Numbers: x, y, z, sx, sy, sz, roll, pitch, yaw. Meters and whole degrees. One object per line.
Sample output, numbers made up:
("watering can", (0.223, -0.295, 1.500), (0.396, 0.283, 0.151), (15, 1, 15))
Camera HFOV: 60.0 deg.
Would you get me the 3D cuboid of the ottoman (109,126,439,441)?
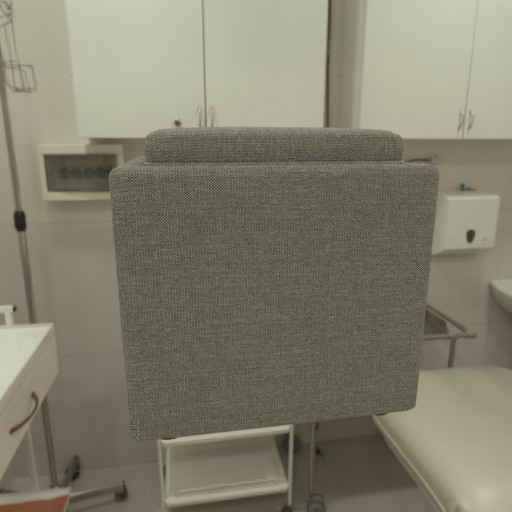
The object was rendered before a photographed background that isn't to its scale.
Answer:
("ottoman", (0.000, 0.000, 0.829), (0.450, 0.460, 0.450), (-3, 15, -10))
